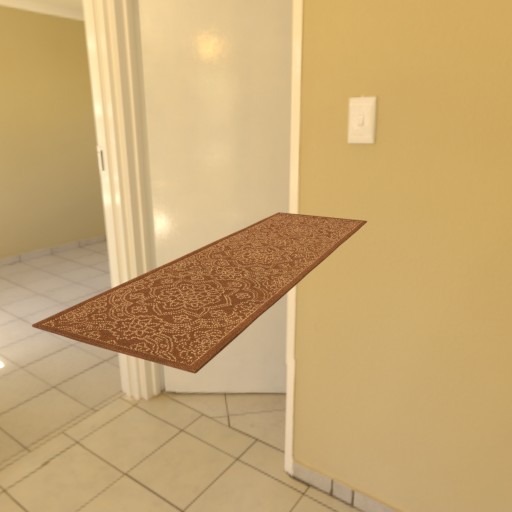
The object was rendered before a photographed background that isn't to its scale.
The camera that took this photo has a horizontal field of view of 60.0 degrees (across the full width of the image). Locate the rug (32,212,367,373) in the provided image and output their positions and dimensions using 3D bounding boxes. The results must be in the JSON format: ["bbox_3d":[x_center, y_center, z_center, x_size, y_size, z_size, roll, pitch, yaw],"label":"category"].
[{"bbox_3d":[0.000,0.000,2.618,0.769,0.012,2.448,8,19,25],"label":"rug"}]
